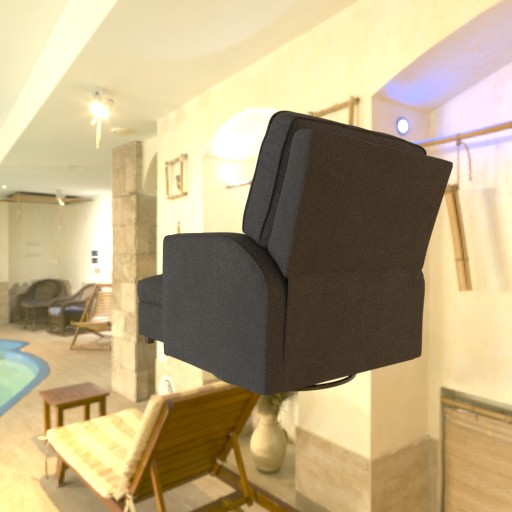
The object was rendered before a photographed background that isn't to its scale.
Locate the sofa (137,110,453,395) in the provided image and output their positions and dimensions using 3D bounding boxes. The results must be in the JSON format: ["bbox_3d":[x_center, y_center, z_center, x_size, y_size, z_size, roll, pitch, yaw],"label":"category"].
[{"bbox_3d":[0.000,0.000,2.025,0.861,0.959,1.472,0,1,-37],"label":"sofa"}]
